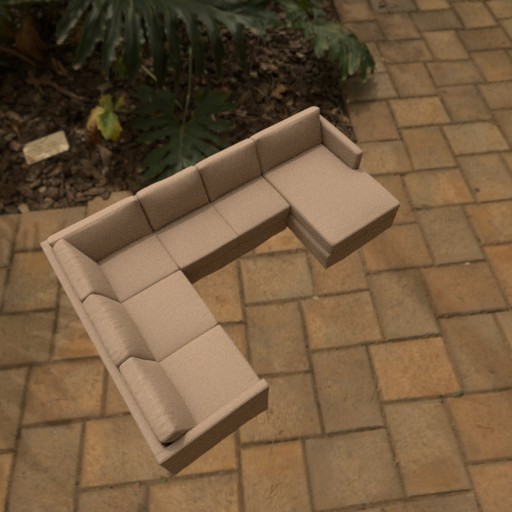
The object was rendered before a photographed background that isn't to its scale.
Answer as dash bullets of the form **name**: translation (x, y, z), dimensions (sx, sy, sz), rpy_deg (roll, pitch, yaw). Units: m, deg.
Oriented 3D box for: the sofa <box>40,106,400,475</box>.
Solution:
- **sofa**: translation (0.000, 0.000, 4.521), dimensions (3.460, 0.882, 2.427), rpy_deg (-31, 63, -18)
